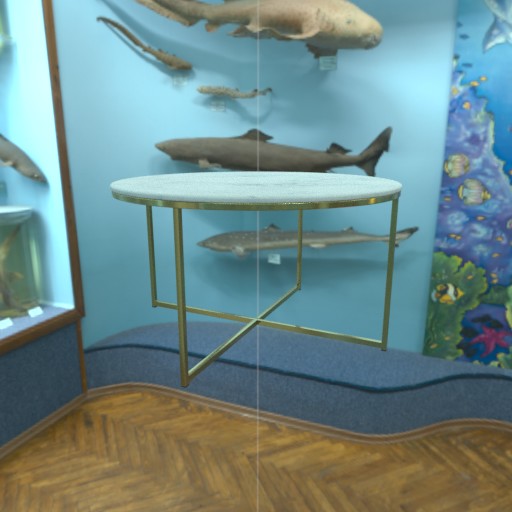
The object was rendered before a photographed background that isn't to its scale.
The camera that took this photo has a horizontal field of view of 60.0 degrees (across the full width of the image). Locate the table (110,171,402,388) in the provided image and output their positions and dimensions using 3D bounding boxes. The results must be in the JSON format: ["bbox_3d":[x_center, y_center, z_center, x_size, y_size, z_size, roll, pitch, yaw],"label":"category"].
[{"bbox_3d":[0.000,0.000,1.327,0.800,0.450,0.800,0,14,0],"label":"table"}]
